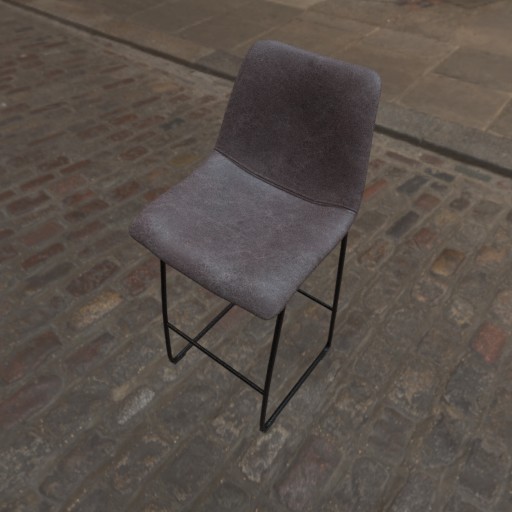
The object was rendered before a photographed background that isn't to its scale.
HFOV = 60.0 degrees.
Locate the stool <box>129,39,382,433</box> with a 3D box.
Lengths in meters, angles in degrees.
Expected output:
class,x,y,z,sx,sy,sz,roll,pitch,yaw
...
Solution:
class,x,y,z,sx,sy,sz,roll,pitch,yaw
stool,0.000,0.000,1.386,0.514,1.082,0.561,29,52,25
